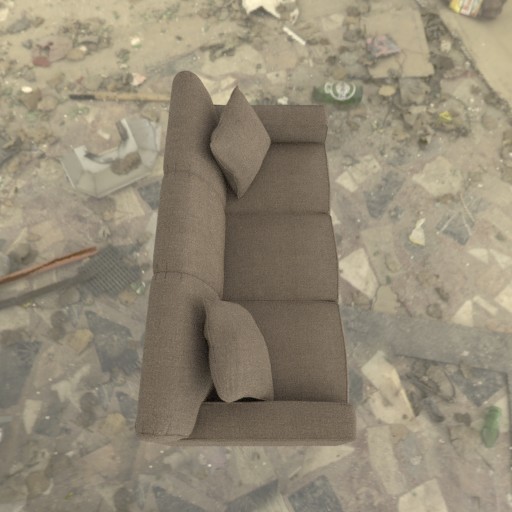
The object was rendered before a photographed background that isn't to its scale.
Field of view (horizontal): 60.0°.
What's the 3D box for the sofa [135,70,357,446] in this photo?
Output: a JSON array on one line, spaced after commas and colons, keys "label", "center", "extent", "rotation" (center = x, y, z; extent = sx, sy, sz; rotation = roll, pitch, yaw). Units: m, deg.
[{"label": "sofa", "center": [0.000, 0.000, 2.577], "extent": [0.997, 0.958, 2.024], "rotation": [0, 65, 0]}]
